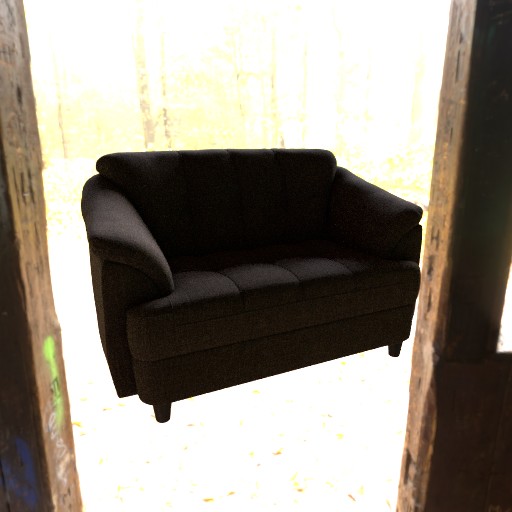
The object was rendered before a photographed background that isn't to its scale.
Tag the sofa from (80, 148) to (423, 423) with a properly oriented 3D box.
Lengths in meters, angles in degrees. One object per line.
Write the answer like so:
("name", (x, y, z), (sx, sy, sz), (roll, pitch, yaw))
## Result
("sofa", (0.000, 0.000, 1.950), (1.404, 0.895, 0.799), (-8, 18, -25))
